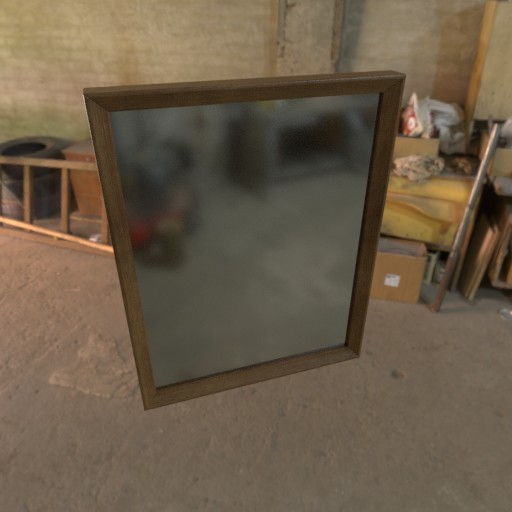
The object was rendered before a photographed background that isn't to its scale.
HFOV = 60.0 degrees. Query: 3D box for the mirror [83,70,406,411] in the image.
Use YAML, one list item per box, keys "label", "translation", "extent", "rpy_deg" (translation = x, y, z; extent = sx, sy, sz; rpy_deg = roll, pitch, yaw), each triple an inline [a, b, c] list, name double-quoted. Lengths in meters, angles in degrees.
- label: "mirror"
  translation: [0.000, 0.000, 0.680]
  extent: [0.406, 0.509, 0.041]
  rpy_deg: [-10, 33, -15]
